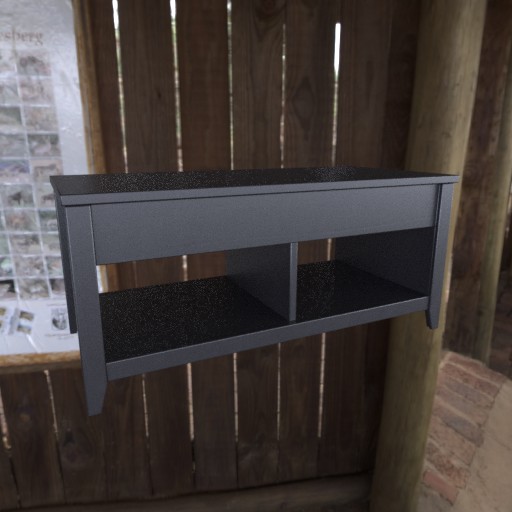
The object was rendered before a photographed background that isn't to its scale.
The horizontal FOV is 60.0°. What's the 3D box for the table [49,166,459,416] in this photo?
[{"bbox_3d":[0.000,0.000,1.273,1.016,0.457,0.483,-7,16,-25],"label":"table"}]
